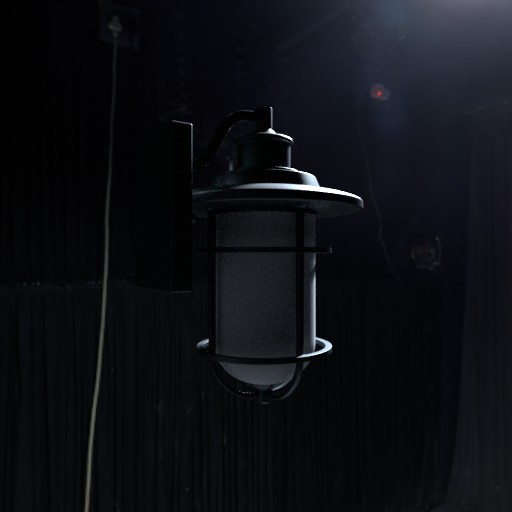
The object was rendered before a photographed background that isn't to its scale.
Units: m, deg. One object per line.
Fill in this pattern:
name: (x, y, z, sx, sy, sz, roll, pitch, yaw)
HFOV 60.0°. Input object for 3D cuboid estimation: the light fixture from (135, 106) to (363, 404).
light fixture: (0.000, 0.000, 0.513, 0.252, 0.345, 0.222, 0, 0, -33)
